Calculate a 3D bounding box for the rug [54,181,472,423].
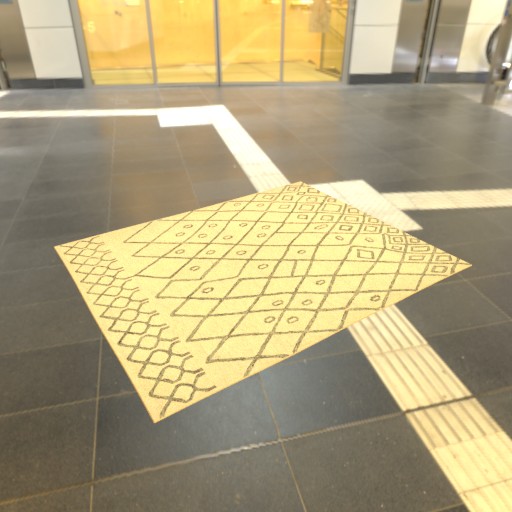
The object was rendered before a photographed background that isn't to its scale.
[{"bbox_3d":[0.000,0.000,4.124,3.046,0.015,2.446,-19,36,-29],"label":"rug"}]
